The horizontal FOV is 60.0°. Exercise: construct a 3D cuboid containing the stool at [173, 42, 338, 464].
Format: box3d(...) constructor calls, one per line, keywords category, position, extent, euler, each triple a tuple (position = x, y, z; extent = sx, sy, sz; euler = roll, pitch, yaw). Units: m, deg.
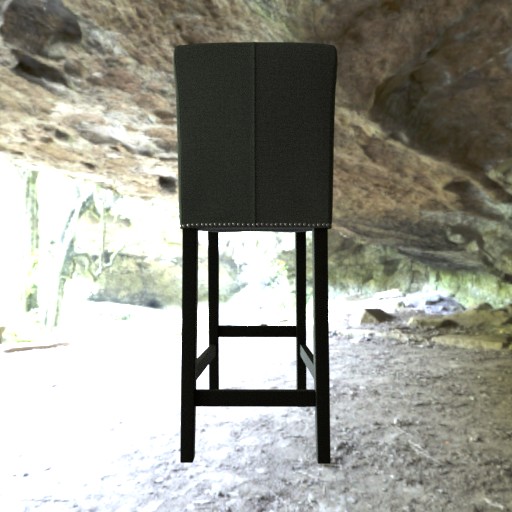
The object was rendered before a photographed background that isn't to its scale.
box3d(category="stool", position=(0.000, 0.000, 1.328), extent=(0.411, 1.047, 0.548), euler=(0, -2, 0))
